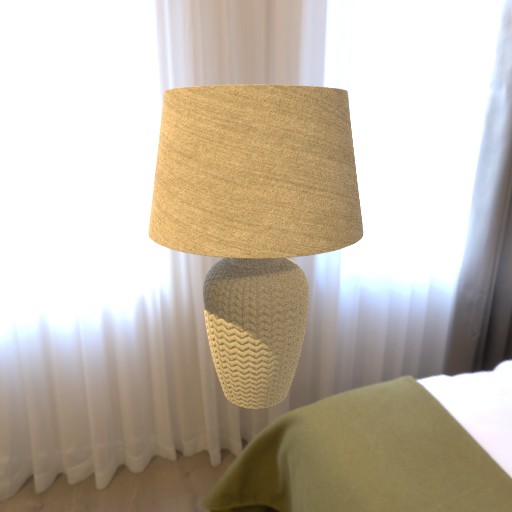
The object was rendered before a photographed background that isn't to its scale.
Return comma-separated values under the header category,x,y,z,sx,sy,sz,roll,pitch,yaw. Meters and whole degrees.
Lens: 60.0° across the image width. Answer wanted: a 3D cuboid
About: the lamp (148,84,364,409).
category,x,y,z,sx,sy,sz,roll,pitch,yaw
lamp,0.000,0.000,0.837,0.390,0.580,0.390,0,16,0
